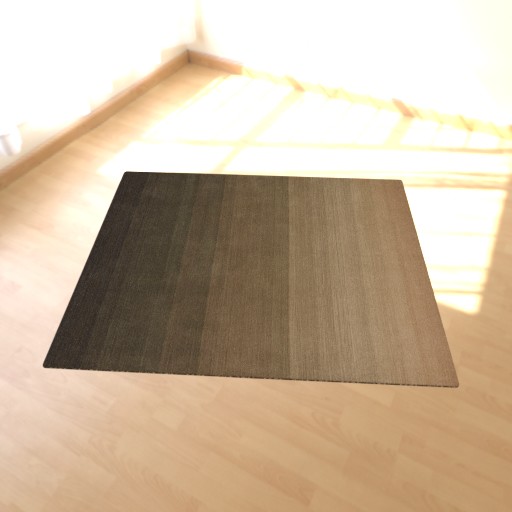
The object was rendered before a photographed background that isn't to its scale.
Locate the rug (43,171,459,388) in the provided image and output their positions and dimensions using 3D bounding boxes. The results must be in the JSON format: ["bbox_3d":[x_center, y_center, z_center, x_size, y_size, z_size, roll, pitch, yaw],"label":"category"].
[{"bbox_3d":[0.000,0.000,3.844,2.902,0.017,2.306,2,47,2],"label":"rug"}]
